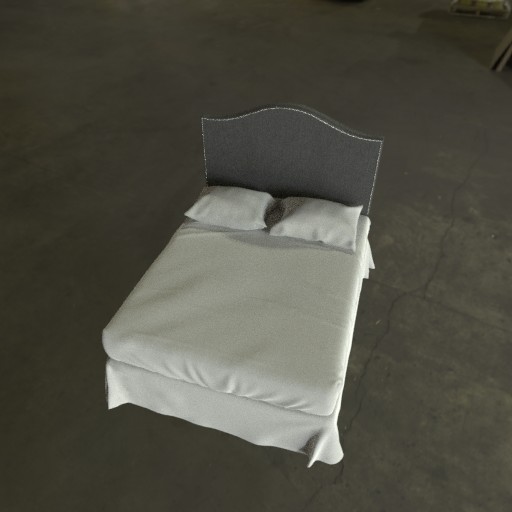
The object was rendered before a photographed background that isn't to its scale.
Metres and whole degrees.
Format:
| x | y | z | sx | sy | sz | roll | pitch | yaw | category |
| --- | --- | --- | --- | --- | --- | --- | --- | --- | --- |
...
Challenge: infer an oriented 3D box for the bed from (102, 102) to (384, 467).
| x | y | z | sx | sy | sz | roll | pitch | yaw | category |
| --- | --- | --- | --- | --- | --- | --- | --- | --- | --- |
| 0.000 | 0.000 | 3.425 | 1.876 | 1.645 | 2.221 | 11 | 42 | 13 | bed |
